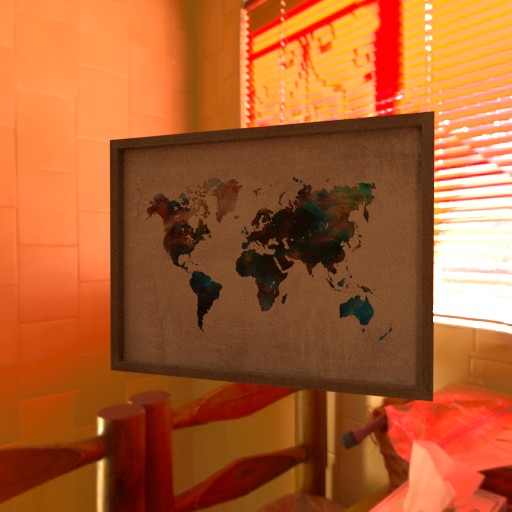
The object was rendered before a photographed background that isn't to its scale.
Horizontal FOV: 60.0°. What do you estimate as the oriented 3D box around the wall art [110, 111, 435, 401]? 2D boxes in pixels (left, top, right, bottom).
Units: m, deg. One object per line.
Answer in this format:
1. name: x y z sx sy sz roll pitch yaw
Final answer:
1. wall art: 0.000 0.000 1.772 1.320 1.009 0.070 0 1 18
